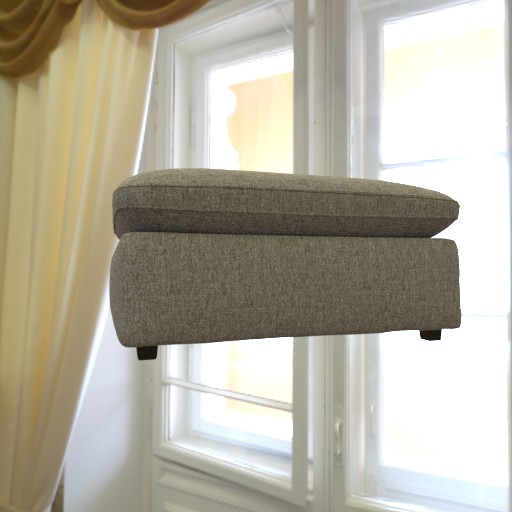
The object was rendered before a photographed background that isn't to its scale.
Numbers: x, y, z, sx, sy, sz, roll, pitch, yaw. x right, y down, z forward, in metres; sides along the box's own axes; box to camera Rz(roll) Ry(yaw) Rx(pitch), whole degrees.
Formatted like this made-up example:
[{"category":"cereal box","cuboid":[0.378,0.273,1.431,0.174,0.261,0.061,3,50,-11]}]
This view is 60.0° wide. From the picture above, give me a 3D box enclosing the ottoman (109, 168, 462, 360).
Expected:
[{"category":"ottoman","cuboid":[0.000,0.000,1.650,1.035,0.526,1.039,0,-1,-18]}]
